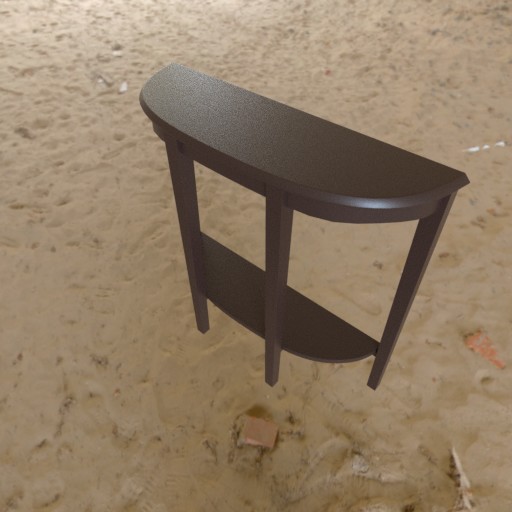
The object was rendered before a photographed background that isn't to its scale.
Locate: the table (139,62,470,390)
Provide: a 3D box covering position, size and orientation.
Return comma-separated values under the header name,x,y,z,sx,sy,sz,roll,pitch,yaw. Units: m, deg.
name,x,y,z,sx,sy,sz,roll,pitch,yaw
table,0.000,0.000,1.313,0.909,0.831,0.274,31,52,28
